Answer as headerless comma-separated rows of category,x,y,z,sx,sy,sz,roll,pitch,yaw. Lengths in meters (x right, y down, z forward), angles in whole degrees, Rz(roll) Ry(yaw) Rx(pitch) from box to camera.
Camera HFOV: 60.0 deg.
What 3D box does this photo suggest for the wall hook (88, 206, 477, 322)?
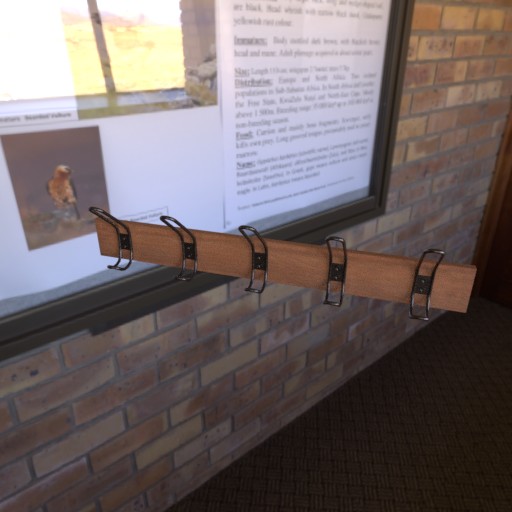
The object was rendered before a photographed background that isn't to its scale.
wall hook,0.000,0.000,0.604,0.554,0.116,0.076,8,27,16
